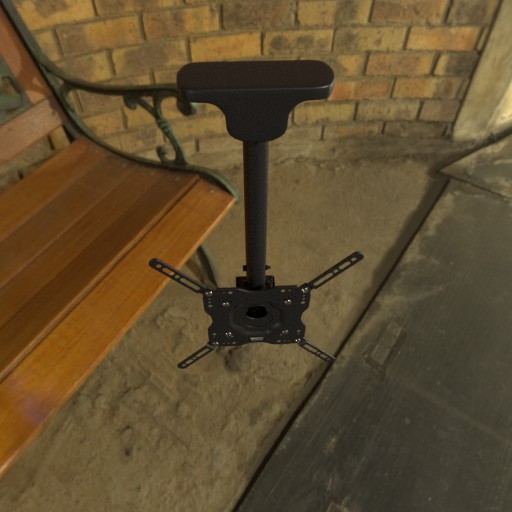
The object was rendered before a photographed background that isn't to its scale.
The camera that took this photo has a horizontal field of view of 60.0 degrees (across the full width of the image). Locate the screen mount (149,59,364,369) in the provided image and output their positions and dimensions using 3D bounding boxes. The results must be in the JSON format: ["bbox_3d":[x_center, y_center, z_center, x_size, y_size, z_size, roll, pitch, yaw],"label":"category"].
[{"bbox_3d":[0.000,0.000,0.865,0.393,0.729,0.090,-2,49,-2],"label":"screen mount"}]
